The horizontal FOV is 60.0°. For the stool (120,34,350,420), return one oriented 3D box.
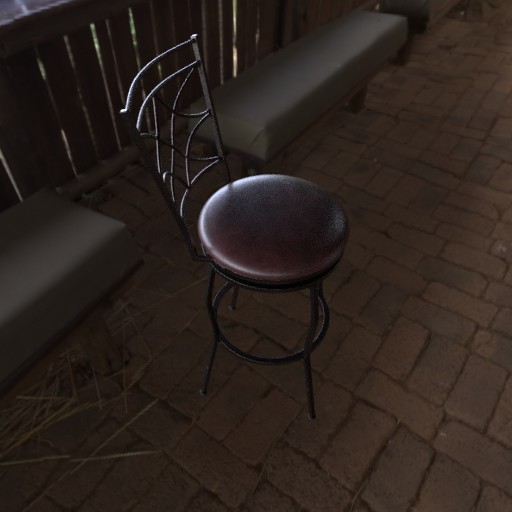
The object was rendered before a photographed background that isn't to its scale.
[{"bbox_3d":[0.000,0.000,1.367,0.534,1.117,0.434,10,46,9],"label":"stool"}]
